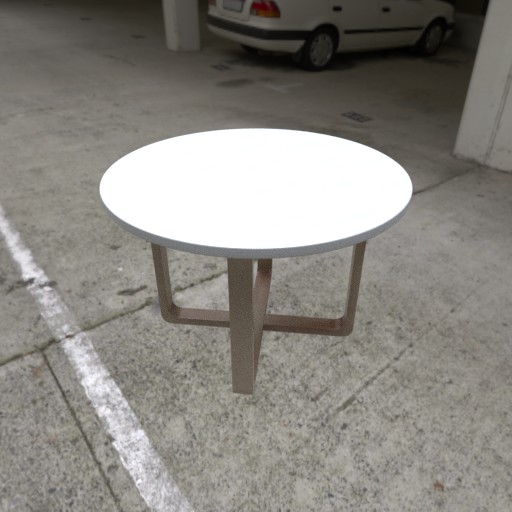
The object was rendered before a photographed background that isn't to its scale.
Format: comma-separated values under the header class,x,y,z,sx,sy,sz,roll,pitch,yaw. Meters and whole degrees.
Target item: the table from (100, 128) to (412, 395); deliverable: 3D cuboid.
class,x,y,z,sx,sy,sz,roll,pitch,yaw
table,0.000,0.000,0.992,0.600,0.400,0.600,0,32,0
